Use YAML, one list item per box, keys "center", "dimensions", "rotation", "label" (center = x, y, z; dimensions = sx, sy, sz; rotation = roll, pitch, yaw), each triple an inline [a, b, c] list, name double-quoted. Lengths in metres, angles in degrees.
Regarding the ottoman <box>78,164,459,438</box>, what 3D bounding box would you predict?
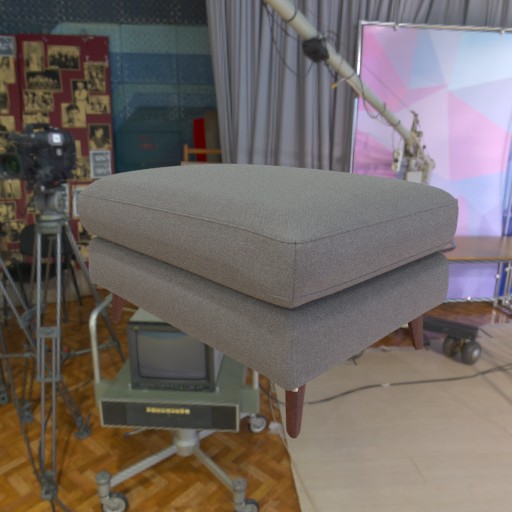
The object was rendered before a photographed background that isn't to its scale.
- center: [0.000, 0.000, 1.152]
  dimensions: [0.608, 0.449, 0.811]
  rotation: [-15, 22, -42]
  label: "ottoman"
